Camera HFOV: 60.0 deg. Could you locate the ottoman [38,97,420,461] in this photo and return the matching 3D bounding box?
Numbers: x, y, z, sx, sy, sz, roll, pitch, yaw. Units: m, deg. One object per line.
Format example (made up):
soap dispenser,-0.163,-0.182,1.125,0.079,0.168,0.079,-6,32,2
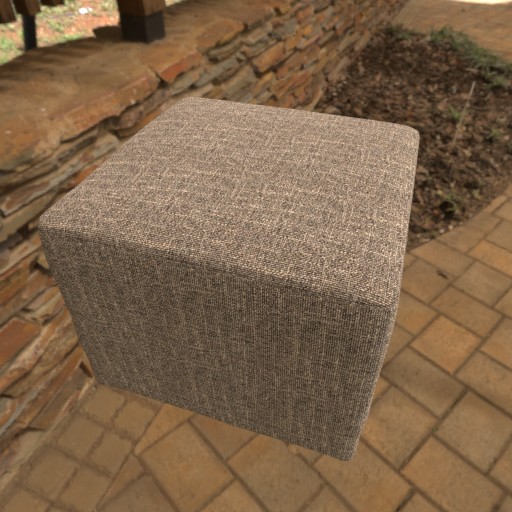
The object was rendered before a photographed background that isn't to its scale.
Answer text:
ottoman,0.000,0.000,0.871,0.521,0.453,0.512,12,42,14
